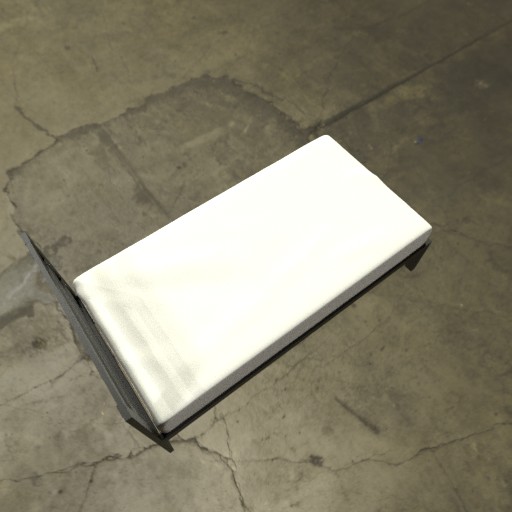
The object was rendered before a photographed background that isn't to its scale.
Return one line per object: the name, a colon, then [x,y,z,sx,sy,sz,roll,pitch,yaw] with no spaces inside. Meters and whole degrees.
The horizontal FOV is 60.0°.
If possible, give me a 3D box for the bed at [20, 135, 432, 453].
bed: [0.000,0.000,2.491,1.930,0.967,0.991,-33,65,-17]
